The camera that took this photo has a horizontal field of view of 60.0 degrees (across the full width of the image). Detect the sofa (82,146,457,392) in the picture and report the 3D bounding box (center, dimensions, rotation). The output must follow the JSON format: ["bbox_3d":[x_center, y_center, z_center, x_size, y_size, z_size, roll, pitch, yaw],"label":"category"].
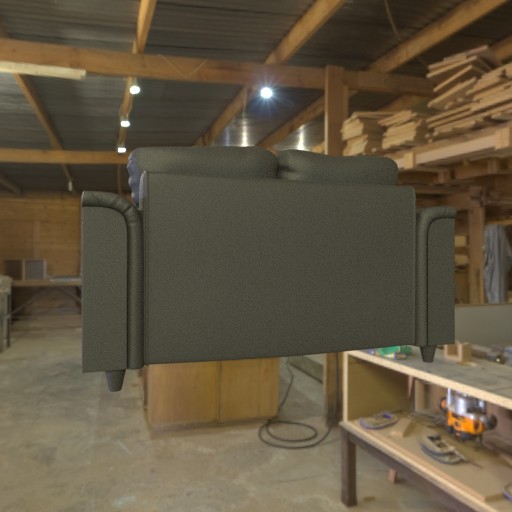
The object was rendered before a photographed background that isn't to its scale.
[{"bbox_3d":[0.000,0.000,1.949,1.386,0.845,0.887,0,0,-18],"label":"sofa"}]
